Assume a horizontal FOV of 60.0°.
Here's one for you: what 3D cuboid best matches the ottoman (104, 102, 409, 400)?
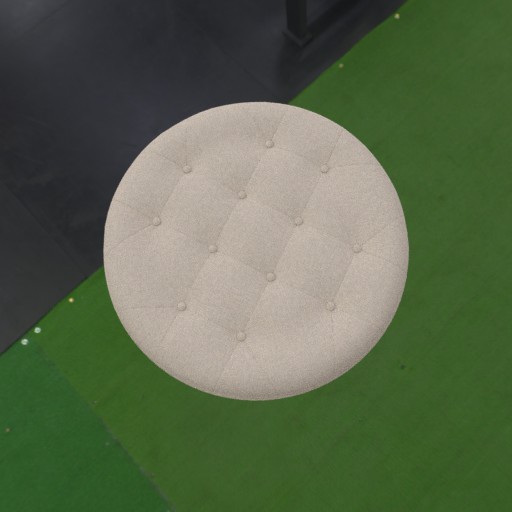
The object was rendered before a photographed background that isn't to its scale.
[{"bbox_3d":[0.000,0.000,1.400,0.848,0.494,0.848,0,76,0],"label":"ottoman"}]
